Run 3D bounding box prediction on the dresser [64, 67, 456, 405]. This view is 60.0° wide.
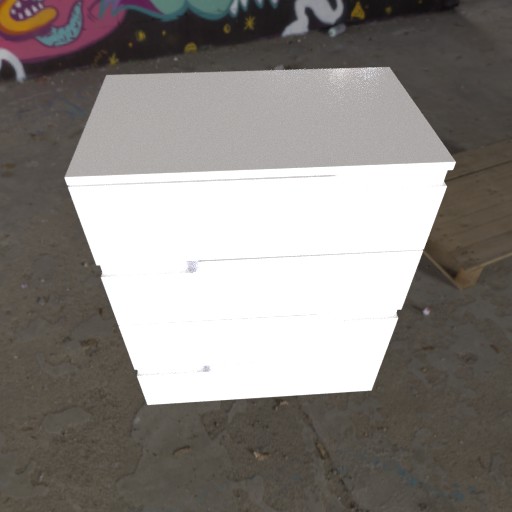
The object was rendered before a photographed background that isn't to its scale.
[{"bbox_3d":[0.000,0.000,1.156,0.650,0.800,0.400,-3,45,-3],"label":"dresser"}]
